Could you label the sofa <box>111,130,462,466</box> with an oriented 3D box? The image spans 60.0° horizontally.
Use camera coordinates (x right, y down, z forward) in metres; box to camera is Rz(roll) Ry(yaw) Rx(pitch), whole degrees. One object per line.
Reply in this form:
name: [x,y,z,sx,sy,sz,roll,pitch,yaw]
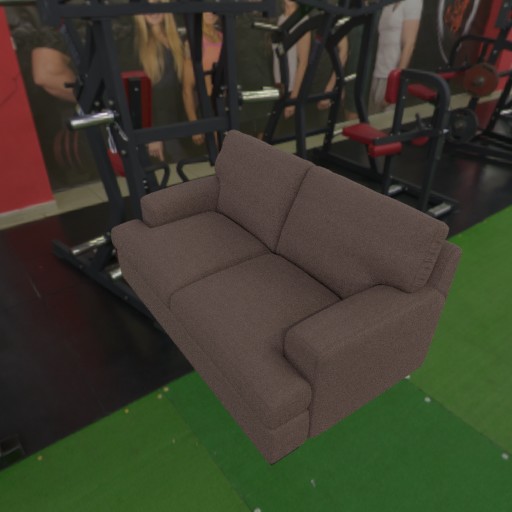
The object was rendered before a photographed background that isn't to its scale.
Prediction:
sofa: [0.000,0.000,2.577,1.140,0.950,1.869,-20,38,-29]
